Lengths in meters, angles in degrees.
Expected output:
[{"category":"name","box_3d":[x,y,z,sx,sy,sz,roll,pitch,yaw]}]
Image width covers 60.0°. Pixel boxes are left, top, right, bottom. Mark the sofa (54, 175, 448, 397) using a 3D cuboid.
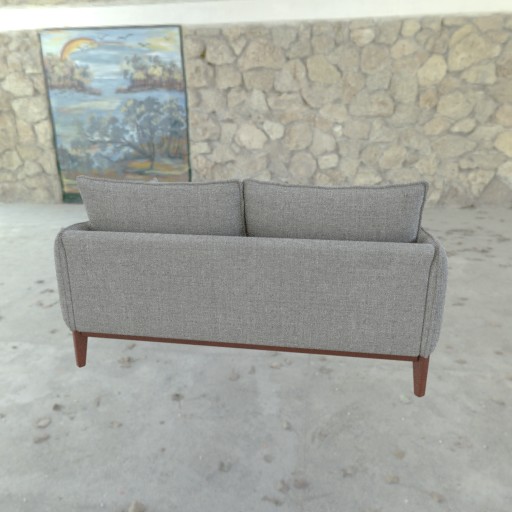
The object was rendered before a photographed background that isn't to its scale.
[{"category":"sofa","box_3d":[0.000,0.000,2.165,1.580,0.851,0.972,3,17,8]}]
